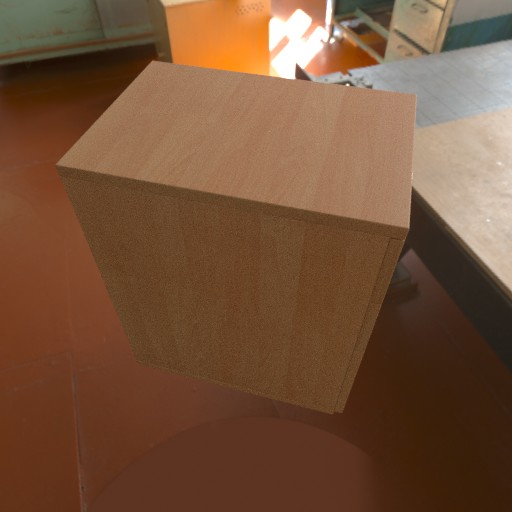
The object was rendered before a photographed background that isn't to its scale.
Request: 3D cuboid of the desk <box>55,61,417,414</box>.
[{"bbox_3d":[0.000,0.000,1.104,0.600,0.730,0.404,11,49,10],"label":"desk"}]
